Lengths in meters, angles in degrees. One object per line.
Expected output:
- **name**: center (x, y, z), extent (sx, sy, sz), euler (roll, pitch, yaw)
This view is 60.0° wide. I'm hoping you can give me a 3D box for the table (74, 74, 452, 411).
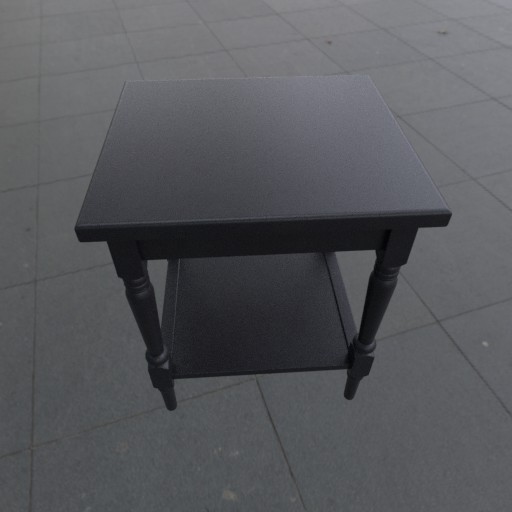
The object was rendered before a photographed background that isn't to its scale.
- **table**: center (0.000, 0.000, 0.920), extent (0.488, 0.565, 0.442), euler (-3, 45, -3)
